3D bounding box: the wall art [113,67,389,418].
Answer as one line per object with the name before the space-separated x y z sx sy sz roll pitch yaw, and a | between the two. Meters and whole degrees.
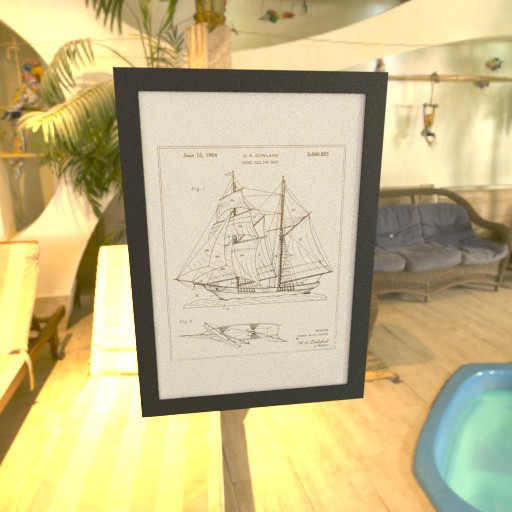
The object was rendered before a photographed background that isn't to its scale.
wall art | 0.000 0.000 0.685 0.381 0.534 0.013 -2 16 -8
